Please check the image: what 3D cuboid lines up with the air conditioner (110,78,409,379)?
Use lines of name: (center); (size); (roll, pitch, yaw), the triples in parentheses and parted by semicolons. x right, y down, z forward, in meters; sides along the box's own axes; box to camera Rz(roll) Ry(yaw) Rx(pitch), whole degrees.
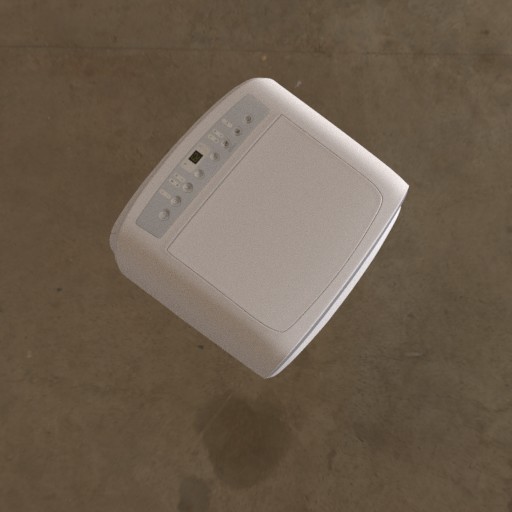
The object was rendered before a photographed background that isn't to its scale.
air conditioner: (0.000, 0.000, 1.090); (0.467, 0.765, 0.478); (37, 79, 8)
